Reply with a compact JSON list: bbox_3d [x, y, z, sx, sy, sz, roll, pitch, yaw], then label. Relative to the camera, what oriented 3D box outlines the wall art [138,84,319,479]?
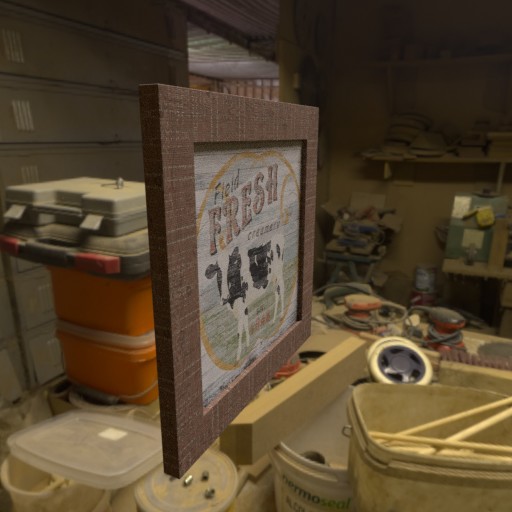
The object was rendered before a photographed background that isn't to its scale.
[{"bbox_3d":[0.000,0.000,0.798,0.029,0.531,0.531,8,17,26],"label":"wall art"}]
